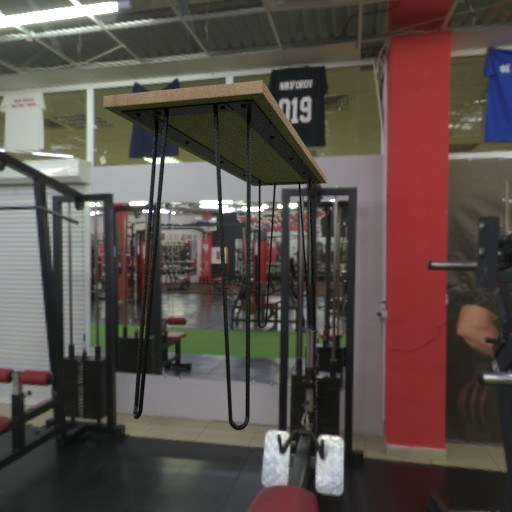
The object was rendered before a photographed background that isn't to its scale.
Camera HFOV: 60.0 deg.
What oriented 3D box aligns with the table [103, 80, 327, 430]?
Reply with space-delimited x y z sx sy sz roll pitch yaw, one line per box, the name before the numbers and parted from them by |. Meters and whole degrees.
table | 0.000 0.000 1.709 0.399 0.799 1.400 0 1 15
